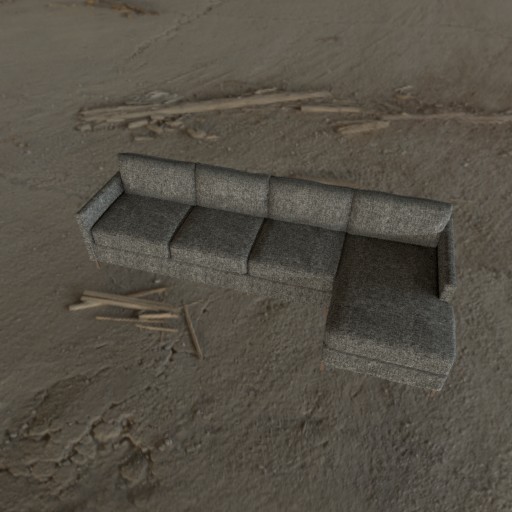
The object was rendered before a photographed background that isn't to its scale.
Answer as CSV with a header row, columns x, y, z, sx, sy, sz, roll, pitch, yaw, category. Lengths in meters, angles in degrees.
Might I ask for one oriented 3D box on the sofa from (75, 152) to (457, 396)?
x,y,z,sx,sy,sz,roll,pitch,yaw,category
0.000,0.000,4.020,3.384,0.970,1.488,11,43,12,sofa
